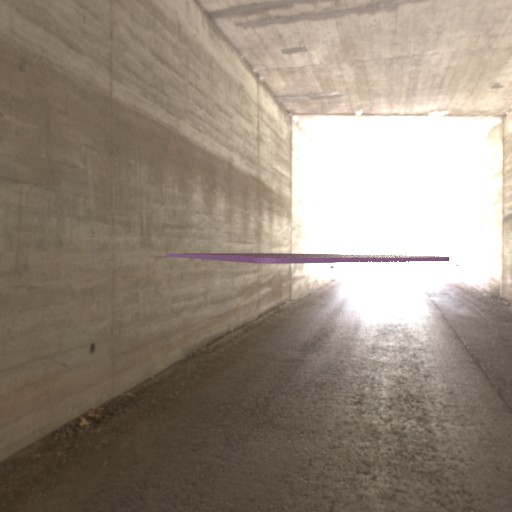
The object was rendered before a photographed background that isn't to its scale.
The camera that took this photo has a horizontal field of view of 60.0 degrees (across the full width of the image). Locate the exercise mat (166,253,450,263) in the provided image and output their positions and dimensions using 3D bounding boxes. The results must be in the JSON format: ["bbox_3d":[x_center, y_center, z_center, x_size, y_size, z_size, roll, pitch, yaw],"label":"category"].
[{"bbox_3d":[0.000,0.000,2.077,0.616,0.021,1.869,0,1,-19],"label":"exercise mat"}]
